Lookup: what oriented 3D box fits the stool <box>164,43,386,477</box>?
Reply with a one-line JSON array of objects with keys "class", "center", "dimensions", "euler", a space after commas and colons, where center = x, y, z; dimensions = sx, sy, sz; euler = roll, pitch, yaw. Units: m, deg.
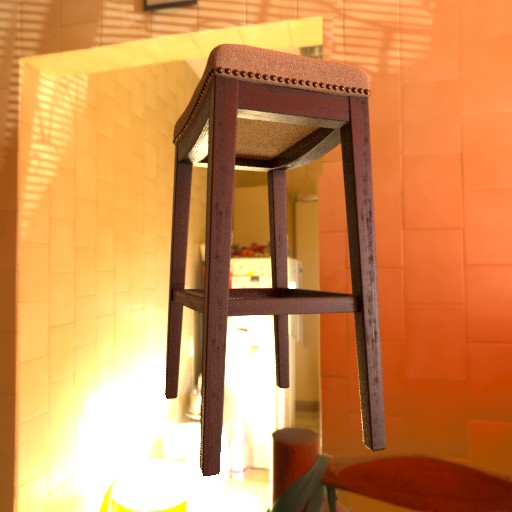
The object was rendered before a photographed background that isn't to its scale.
[{"class": "stool", "center": [0.000, 0.000, 1.055], "dimensions": [0.363, 0.768, 0.509], "euler": [1, -2, -19]}]
